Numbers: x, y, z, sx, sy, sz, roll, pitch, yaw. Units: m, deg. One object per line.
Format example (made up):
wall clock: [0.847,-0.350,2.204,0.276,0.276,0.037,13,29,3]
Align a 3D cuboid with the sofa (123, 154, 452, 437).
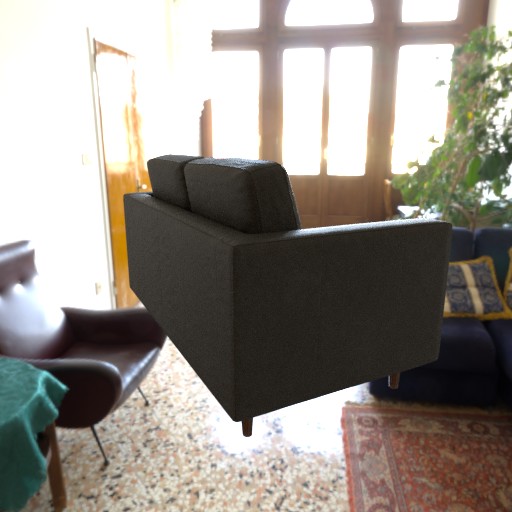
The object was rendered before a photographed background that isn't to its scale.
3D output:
sofa: [0.000,0.000,2.020,0.879,0.899,1.430,-7,16,-26]
